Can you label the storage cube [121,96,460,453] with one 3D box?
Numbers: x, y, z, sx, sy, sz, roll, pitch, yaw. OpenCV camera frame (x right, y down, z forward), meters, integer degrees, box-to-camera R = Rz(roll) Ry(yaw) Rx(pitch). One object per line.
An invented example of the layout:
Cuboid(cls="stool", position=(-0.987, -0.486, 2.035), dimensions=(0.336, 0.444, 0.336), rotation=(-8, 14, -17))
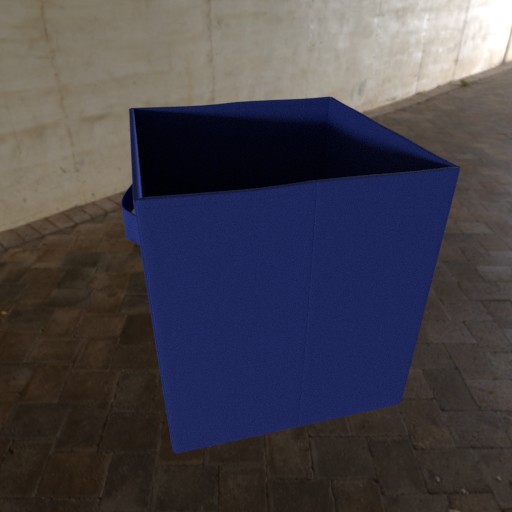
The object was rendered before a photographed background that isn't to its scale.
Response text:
Cuboid(cls="storage cube", position=(0.000, 0.000, 0.502), dimensions=(0.270, 0.280, 0.270), rotation=(-8, 32, -12))
